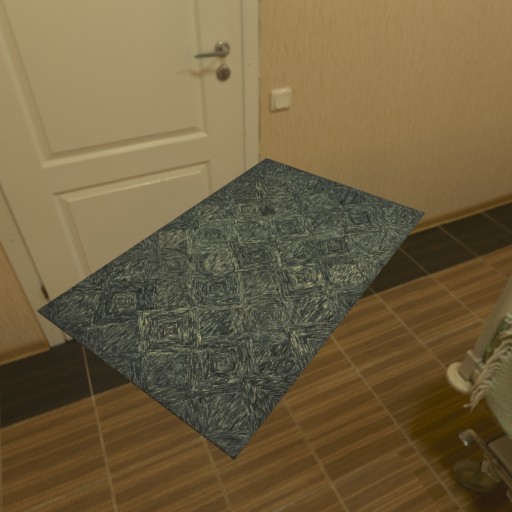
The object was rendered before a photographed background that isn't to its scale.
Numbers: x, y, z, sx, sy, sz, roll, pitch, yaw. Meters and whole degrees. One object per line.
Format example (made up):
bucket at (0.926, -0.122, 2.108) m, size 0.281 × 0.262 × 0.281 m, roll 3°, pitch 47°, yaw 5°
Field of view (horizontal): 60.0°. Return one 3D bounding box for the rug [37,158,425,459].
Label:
rug at (0.000, 0.000, 2.981) m, size 1.478 × 0.017 × 2.330 m, roll 25°, pitch 46°, yaw 27°
